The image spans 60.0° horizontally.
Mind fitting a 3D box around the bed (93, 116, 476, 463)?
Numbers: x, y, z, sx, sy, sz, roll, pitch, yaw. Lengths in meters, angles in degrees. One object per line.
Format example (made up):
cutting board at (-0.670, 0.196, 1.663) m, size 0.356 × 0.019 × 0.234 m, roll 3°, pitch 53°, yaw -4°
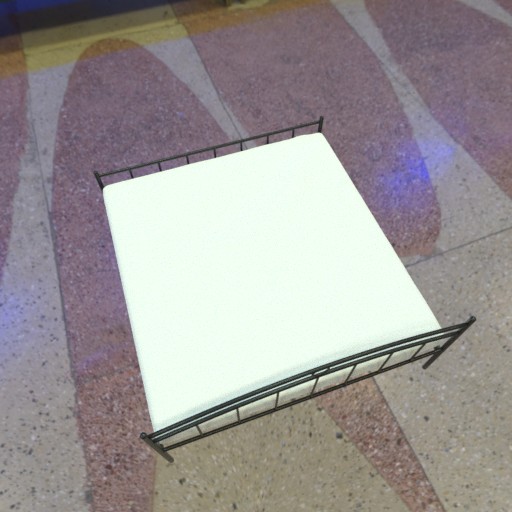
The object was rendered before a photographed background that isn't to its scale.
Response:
bed at (0.000, 0.000, 3.109) m, size 1.880 × 0.940 × 2.040 m, roll -16°, pitch 59°, yaw -10°
